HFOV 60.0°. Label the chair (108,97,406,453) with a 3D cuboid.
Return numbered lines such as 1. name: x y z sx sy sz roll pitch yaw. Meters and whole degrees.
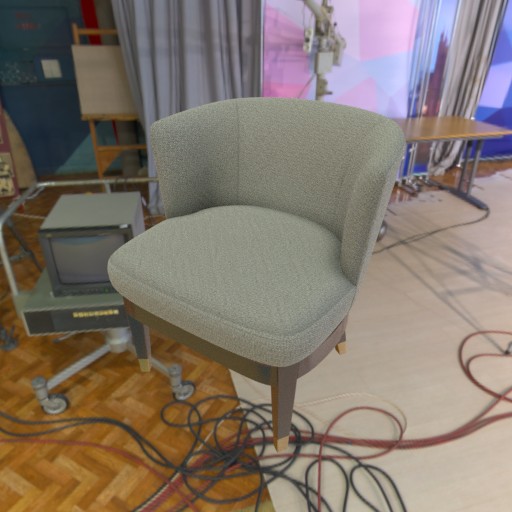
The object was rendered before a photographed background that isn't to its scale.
1. chair: 0.000 0.000 1.270 0.700 0.760 0.660 19 35 30
